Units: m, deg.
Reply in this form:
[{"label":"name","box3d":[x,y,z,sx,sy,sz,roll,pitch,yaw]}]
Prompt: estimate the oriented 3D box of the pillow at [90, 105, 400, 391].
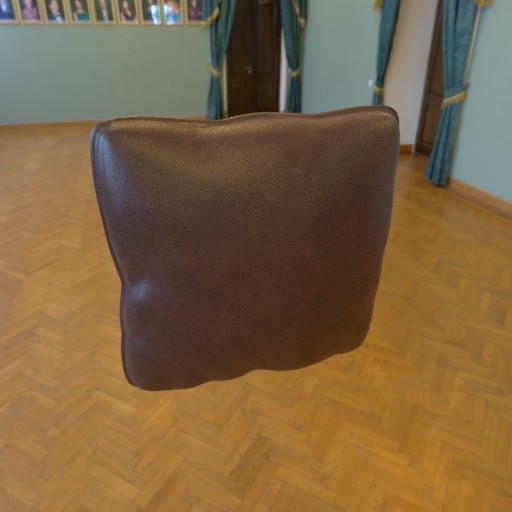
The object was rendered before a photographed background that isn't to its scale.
[{"label":"pillow","box3d":[0.000,0.000,0.827,0.532,0.523,0.236,-8,28,-15]}]
